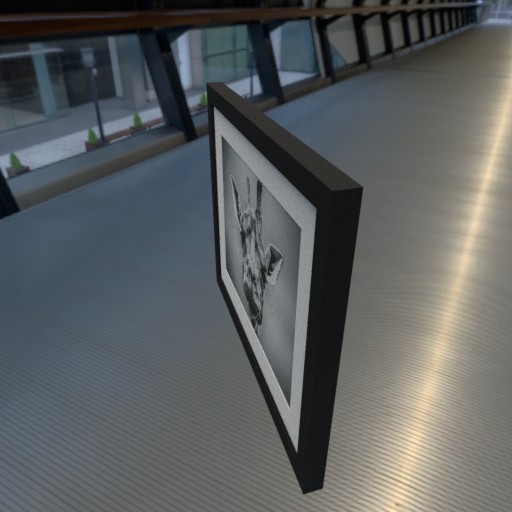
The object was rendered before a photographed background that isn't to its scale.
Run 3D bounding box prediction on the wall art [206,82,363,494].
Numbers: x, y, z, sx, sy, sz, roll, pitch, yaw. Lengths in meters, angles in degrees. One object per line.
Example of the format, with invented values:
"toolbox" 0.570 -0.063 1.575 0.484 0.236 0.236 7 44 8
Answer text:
"wall art" 0.000 0.000 0.739 0.031 0.457 0.558 -9 32 -14
